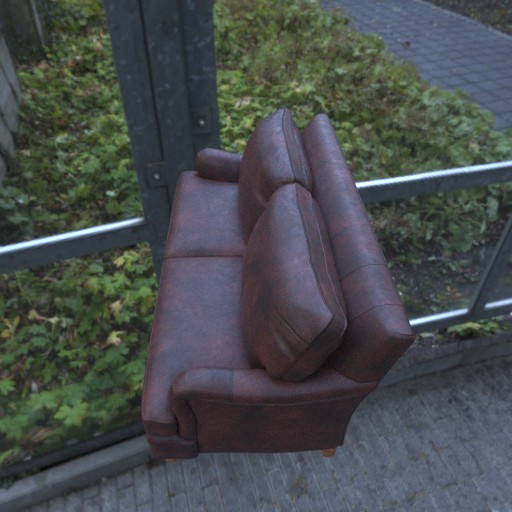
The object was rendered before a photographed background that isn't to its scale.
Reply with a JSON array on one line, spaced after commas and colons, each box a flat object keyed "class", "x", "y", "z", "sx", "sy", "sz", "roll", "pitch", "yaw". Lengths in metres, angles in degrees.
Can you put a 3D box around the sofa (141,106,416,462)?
[{"class": "sofa", "x": 0.000, "y": 0.000, "z": 2.716, "sx": 1.147, "sy": 1.071, "sz": 2.144, "roll": -2, "pitch": 41, "yaw": -2}]
